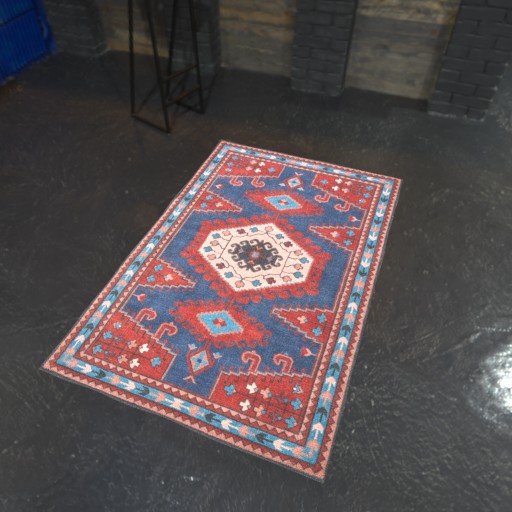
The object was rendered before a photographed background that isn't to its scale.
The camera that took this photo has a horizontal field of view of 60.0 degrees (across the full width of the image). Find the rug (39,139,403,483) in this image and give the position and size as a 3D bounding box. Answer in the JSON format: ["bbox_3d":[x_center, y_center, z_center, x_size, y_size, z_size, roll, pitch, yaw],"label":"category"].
[{"bbox_3d":[0.000,0.000,2.239,1.207,0.012,1.820,16,49,14],"label":"rug"}]
